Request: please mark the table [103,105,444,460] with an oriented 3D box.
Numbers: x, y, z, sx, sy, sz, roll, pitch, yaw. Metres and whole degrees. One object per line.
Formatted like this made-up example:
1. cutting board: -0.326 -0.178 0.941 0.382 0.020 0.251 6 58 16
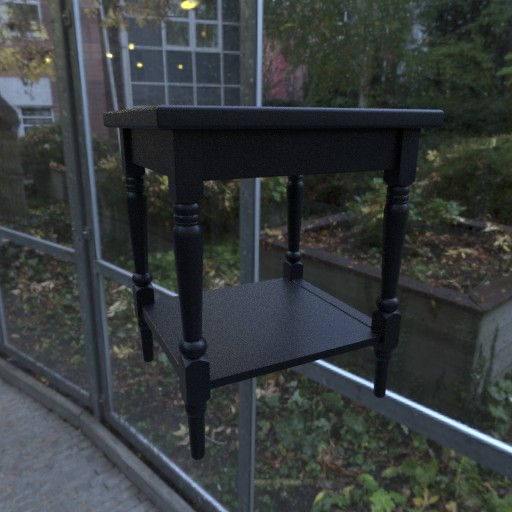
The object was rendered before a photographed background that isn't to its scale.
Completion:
1. table: 0.000 0.000 0.910 0.488 0.565 0.442 -8 19 -25
